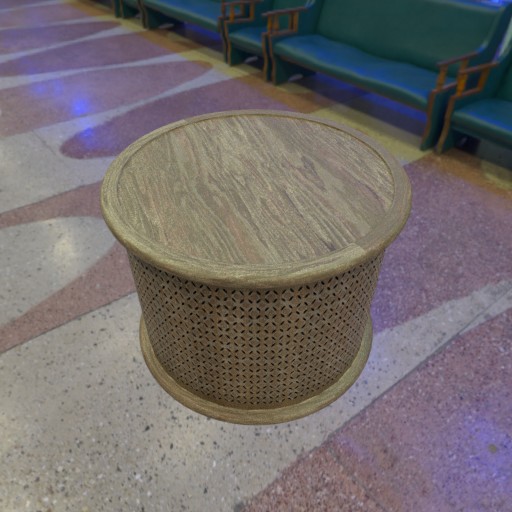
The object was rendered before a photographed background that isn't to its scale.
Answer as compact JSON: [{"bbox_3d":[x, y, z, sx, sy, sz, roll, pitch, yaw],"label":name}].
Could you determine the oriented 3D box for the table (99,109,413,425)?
[{"bbox_3d":[0.000,0.000,1.031,0.607,0.450,0.607,0,42,0],"label":"table"}]
